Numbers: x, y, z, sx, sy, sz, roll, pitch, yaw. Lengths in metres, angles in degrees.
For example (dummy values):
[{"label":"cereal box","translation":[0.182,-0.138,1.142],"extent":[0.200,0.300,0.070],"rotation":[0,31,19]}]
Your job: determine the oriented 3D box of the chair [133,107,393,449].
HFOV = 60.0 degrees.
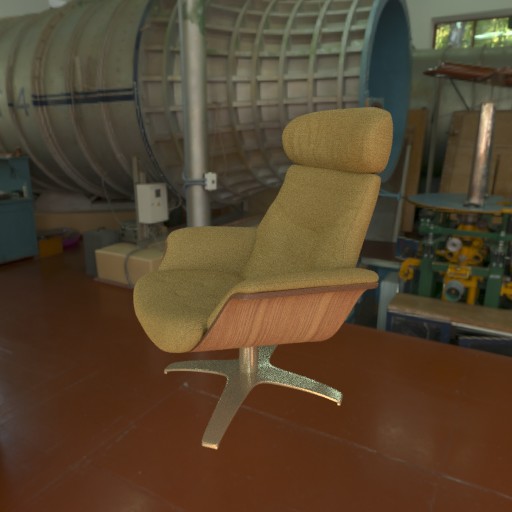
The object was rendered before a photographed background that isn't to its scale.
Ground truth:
[{"label":"chair","translation":[0.000,0.000,1.551],"extent":[0.837,0.995,0.785],"rotation":[-7,17,-25]}]
